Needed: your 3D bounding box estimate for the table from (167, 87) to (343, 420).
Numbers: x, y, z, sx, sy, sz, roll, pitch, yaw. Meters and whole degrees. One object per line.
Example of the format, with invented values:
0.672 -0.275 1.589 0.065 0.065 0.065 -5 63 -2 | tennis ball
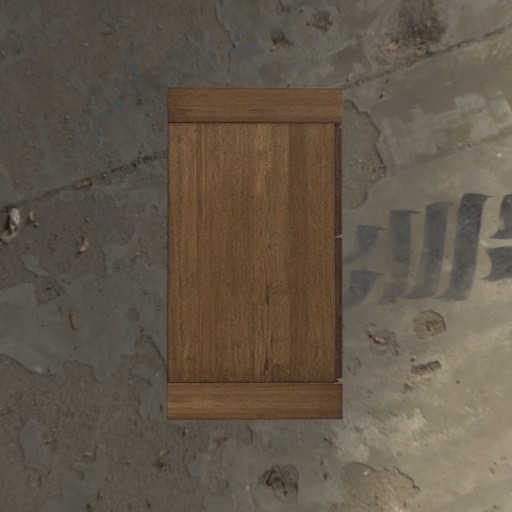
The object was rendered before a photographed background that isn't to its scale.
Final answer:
0.000 0.000 2.464 0.600 2.000 1.100 0 89 0 | table
